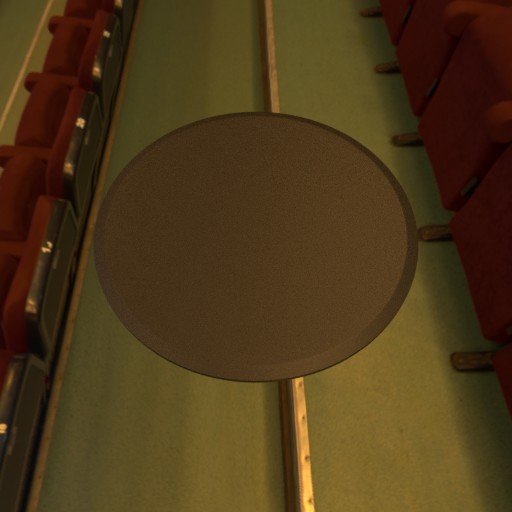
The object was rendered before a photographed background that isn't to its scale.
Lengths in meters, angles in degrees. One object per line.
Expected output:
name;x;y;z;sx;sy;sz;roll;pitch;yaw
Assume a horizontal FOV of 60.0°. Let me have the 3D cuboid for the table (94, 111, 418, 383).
table;0.000;0.000;1.411;0.900;0.400;0.900;0;59;0
